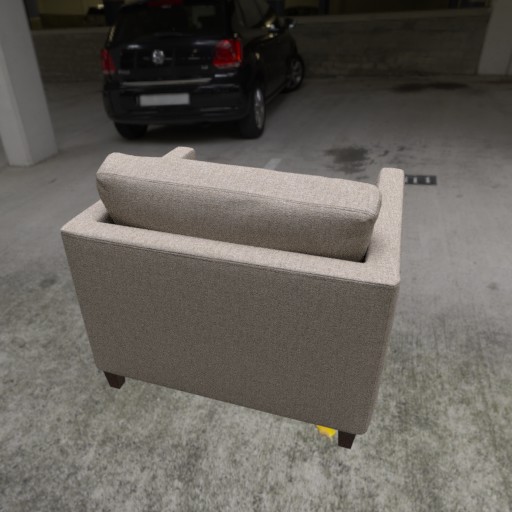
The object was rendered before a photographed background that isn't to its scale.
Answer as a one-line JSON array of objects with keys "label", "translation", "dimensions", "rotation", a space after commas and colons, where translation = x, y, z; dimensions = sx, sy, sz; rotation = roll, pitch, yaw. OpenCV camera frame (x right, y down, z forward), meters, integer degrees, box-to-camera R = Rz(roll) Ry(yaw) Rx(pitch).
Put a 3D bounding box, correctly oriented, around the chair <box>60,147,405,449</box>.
[{"label": "chair", "translation": [0.000, 0.000, 1.839], "dimensions": [1.107, 0.961, 0.959], "rotation": [9, 33, 14]}]
